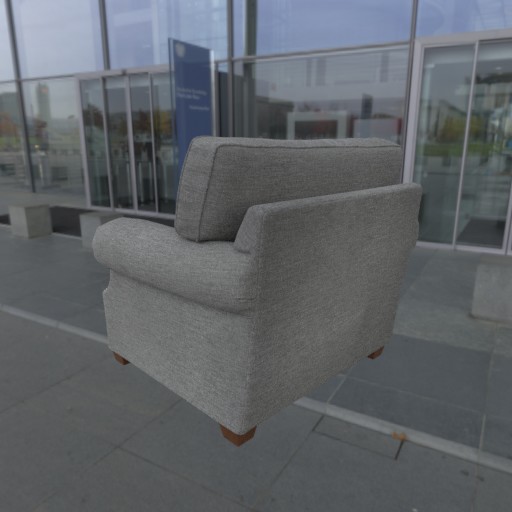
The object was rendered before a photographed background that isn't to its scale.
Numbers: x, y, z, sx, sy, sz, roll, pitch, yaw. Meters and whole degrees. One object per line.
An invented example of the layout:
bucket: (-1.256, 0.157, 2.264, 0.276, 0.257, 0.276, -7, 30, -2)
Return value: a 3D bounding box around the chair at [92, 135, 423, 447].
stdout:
chair: (0.000, 0.000, 1.842, 1.092, 0.961, 0.965, -14, 21, -43)
